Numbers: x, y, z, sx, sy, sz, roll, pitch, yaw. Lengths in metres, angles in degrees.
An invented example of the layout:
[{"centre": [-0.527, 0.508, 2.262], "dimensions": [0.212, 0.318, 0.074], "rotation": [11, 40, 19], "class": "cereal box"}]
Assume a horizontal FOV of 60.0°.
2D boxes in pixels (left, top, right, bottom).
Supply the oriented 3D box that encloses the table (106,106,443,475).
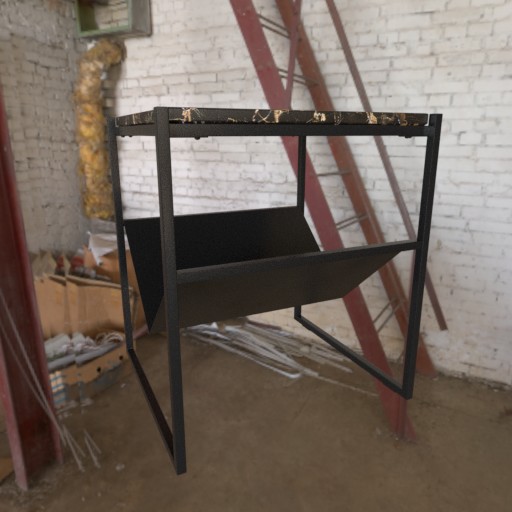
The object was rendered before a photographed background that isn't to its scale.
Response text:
[{"centre": [0.000, 0.000, 0.882], "dimensions": [0.469, 0.534, 0.432], "rotation": [-7, 17, -25], "class": "table"}]
